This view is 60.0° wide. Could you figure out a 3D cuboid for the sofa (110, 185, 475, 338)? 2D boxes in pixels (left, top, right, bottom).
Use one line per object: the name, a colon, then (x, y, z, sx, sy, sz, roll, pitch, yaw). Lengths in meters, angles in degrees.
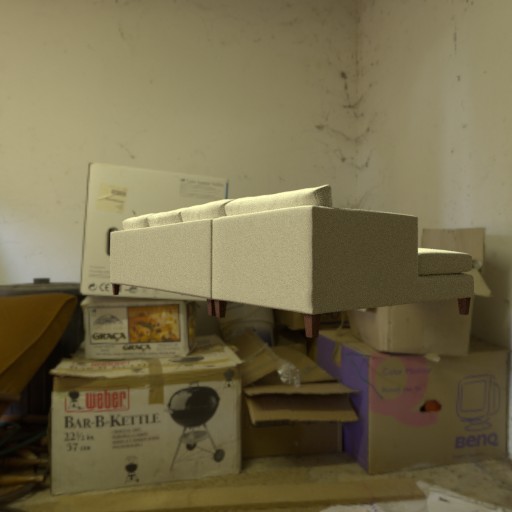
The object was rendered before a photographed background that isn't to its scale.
sofa: (0.000, 0.000, 4.018, 1.625, 0.846, 3.186, 0, 0, -36)
